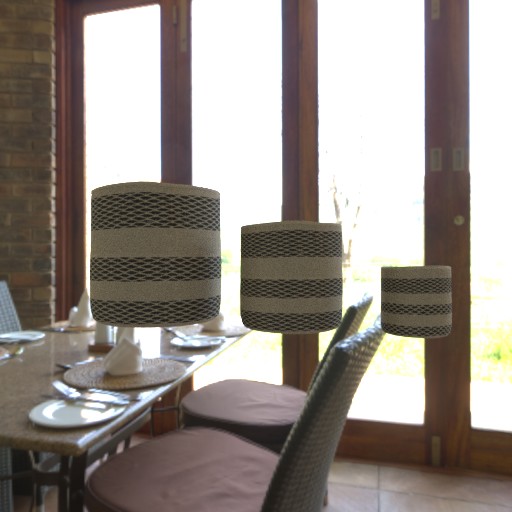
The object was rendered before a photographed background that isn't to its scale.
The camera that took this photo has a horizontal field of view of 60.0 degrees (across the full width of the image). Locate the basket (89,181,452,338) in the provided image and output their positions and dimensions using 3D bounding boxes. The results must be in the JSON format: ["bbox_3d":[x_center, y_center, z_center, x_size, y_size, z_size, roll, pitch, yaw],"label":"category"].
[{"bbox_3d":[0.000,0.000,1.130,0.917,0.356,0.351,0,0,18],"label":"basket"}]
